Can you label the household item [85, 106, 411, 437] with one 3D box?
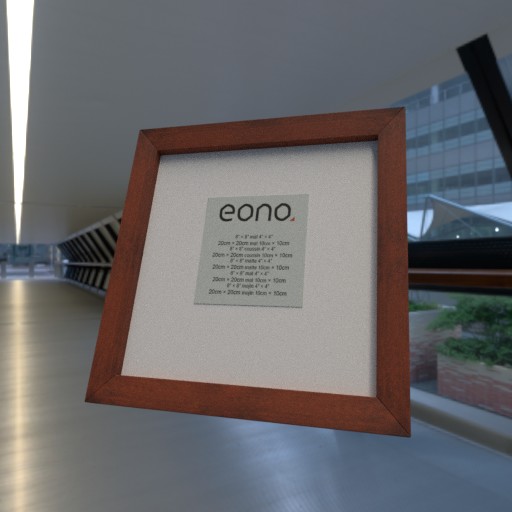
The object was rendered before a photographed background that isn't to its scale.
[{"bbox_3d":[0.000,0.000,0.373,0.240,0.240,0.131,0,0,16],"label":"household item"}]
